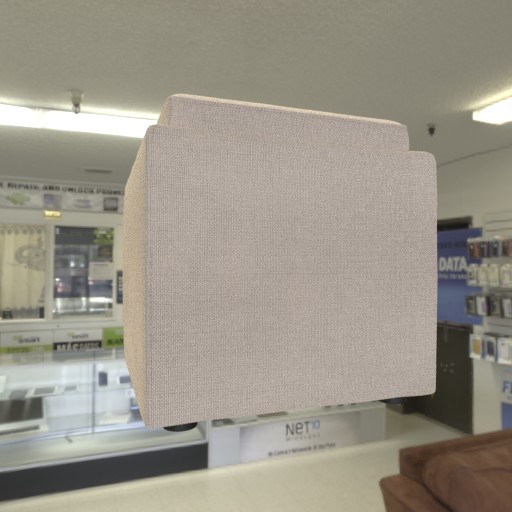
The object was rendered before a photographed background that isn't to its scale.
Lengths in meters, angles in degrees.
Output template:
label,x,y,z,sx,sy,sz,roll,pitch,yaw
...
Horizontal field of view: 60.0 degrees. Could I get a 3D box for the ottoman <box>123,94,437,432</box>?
label,x,y,z,sx,sy,sz,roll,pitch,yaw
ottoman,0.000,0.000,0.809,0.450,0.460,0.451,0,-1,-20
